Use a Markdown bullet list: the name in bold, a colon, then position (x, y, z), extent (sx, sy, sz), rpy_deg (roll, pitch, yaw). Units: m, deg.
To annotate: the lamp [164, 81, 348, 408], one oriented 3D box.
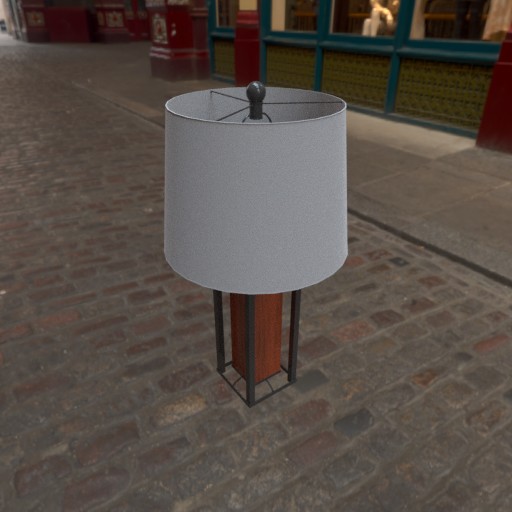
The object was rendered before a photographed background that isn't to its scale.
- **lamp**: position (0.000, 0.000, 0.797), extent (0.320, 0.591, 0.320), rpy_deg (0, 30, 0)
